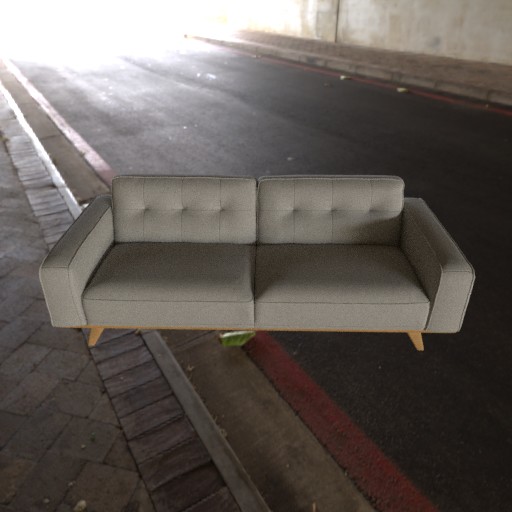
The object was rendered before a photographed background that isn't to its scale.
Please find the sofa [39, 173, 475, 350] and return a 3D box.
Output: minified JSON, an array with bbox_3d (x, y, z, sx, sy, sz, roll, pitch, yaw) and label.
[{"bbox_3d":[0.000,0.000,2.734,2.270,0.781,0.956,1,31,1],"label":"sofa"}]
